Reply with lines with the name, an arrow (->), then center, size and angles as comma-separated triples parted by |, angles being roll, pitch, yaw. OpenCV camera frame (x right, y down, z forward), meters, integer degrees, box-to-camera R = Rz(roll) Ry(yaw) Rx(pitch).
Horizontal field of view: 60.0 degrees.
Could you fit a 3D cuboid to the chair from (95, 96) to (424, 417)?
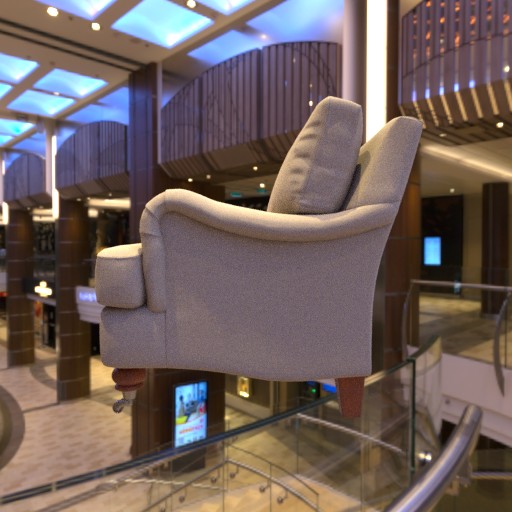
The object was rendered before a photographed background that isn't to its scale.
chair -> 0.000, 0.000, 1.834 | 1.078, 1.076, 0.895 | 0, 1, 0
